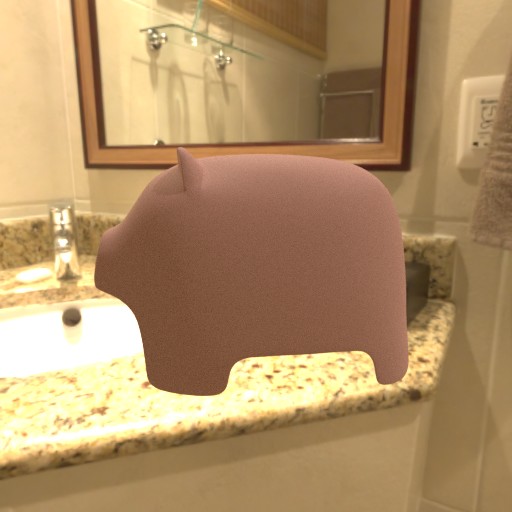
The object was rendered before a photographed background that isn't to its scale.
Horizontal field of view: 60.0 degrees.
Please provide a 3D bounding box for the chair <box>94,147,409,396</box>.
[{"bbox_3d":[0.000,0.000,0.897,0.619,0.423,0.364,-2,13,-9],"label":"chair"}]
